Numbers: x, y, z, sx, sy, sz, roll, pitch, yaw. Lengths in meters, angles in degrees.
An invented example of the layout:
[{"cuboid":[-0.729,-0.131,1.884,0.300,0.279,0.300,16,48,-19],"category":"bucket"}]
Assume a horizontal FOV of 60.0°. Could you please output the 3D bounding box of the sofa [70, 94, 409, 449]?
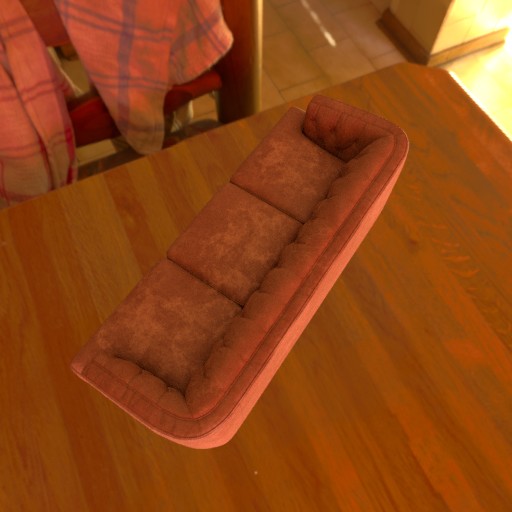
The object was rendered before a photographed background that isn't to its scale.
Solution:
[{"cuboid":[0.000,0.000,2.685,0.922,0.791,2.257,32,68,14],"category":"sofa"}]
